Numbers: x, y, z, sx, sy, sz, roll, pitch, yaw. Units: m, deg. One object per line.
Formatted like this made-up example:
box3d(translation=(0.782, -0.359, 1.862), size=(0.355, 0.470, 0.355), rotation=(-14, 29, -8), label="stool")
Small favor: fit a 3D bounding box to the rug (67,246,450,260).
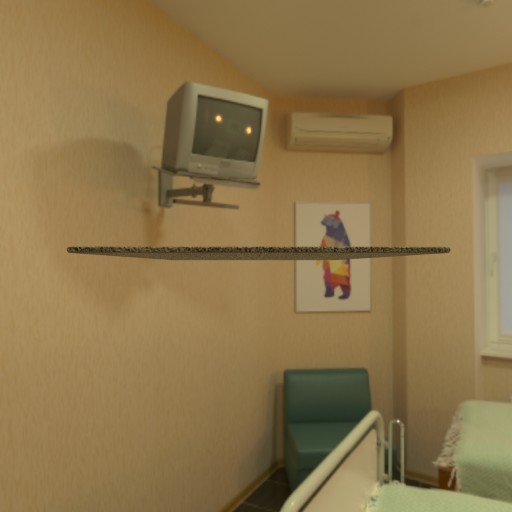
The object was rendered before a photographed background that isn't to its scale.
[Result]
box3d(translation=(0.000, 0.000, 3.404), size=(1.778, 0.030, 2.743), rotation=(0, -1, -1), label="rug")
